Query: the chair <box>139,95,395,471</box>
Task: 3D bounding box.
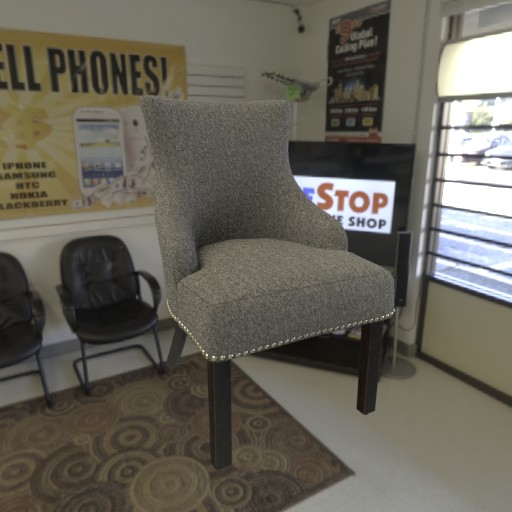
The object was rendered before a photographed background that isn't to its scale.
[{"bbox_3d":[0.000,0.000,1.310,0.566,0.909,0.629,-8,18,-27],"label":"chair"}]
